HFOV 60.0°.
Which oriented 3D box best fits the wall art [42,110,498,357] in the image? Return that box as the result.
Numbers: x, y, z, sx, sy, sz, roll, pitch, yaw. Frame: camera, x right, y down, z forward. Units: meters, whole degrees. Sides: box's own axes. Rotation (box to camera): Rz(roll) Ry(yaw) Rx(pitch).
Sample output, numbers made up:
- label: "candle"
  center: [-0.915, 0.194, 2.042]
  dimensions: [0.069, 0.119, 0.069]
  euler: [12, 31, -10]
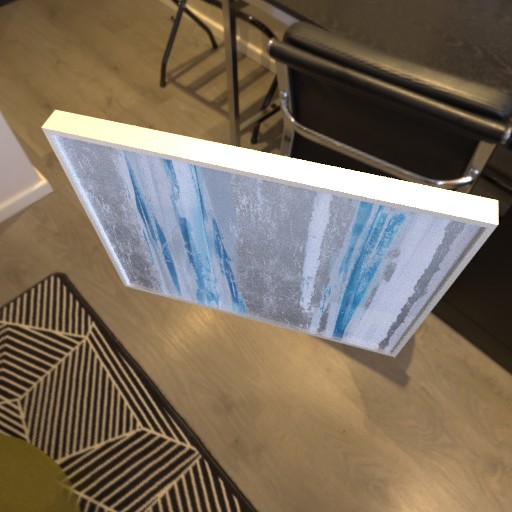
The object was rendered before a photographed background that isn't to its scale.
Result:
- label: "wall art"
  center: [0.000, 0.000, 1.346]
  dimensions: [1.056, 0.801, 0.066]
  euler: [14, 59, 8]
